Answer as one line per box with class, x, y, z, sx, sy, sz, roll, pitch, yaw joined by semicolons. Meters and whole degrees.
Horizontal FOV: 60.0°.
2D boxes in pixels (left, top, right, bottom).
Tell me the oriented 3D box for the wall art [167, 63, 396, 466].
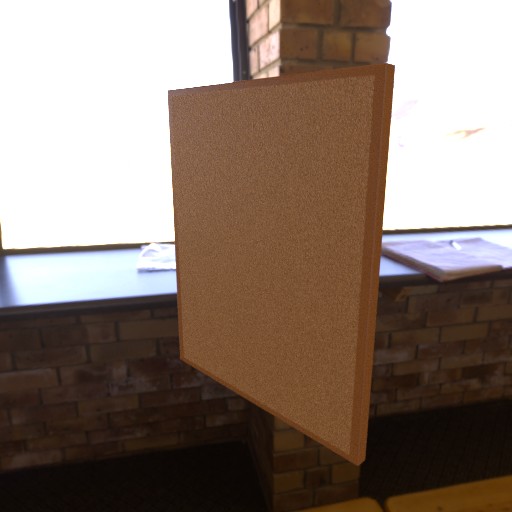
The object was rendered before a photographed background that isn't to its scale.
wall art;0.000;0.000;0.510;0.015;0.379;0.310;-15;21;-42
